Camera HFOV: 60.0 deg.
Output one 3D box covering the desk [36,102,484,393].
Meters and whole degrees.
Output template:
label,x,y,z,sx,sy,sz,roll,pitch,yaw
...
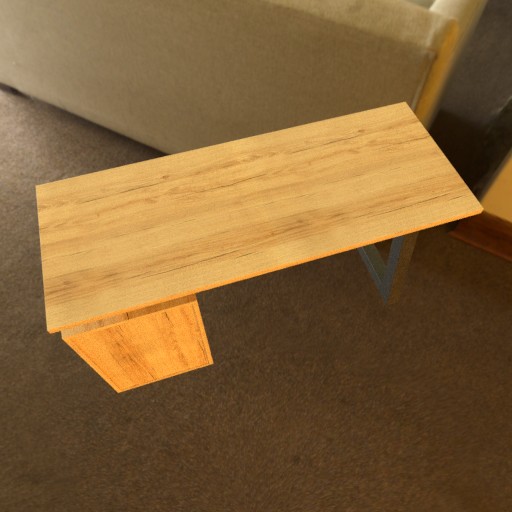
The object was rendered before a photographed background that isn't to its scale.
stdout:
label,x,y,z,sx,sy,sz,roll,pitch,yaw
desk,0.000,0.000,1.810,1.400,0.760,0.550,-15,60,-9
